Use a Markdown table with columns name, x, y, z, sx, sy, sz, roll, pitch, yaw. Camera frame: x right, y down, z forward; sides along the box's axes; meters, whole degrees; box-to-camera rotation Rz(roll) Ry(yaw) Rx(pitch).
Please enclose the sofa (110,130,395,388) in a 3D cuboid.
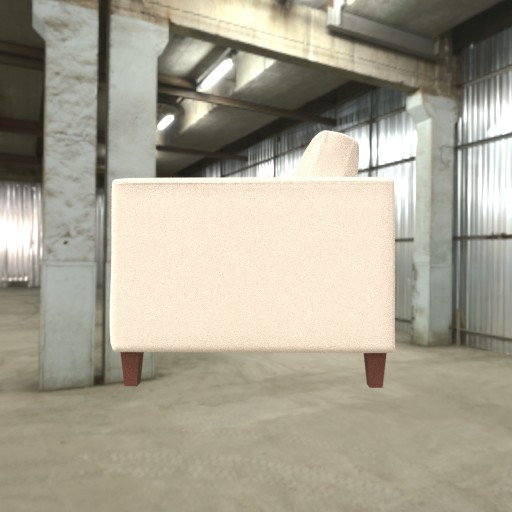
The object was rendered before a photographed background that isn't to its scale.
| name | x | y | z | sx | sy | sz | roll | pitch | yaw |
| --- | --- | --- | --- | --- | --- | --- | --- | --- | --- |
| sofa | 0.000 | 0.000 | 2.271 | 0.964 | 0.888 | 1.702 | 0 | 0 | 1 |
